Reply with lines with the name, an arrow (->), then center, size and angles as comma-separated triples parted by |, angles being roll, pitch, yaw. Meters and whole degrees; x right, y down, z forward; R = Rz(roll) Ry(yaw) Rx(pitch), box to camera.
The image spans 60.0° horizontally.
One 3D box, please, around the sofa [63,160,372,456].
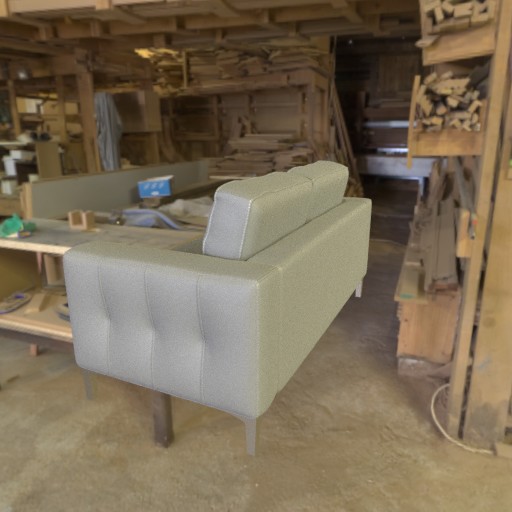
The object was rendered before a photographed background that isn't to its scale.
sofa -> 0.000, 0.000, 2.262 | 0.833, 0.893, 1.726 | 8, 18, 24
